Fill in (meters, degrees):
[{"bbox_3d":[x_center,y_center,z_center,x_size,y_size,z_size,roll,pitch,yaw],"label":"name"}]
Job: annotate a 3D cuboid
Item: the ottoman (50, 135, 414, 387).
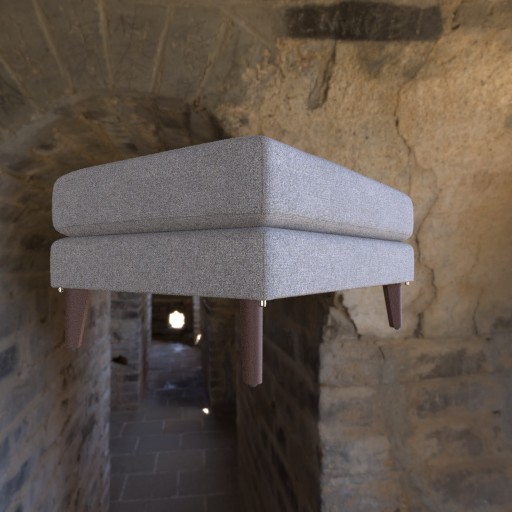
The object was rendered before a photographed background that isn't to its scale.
[{"bbox_3d":[0.000,0.000,1.183,0.611,0.441,0.821,0,-1,35],"label":"ottoman"}]
